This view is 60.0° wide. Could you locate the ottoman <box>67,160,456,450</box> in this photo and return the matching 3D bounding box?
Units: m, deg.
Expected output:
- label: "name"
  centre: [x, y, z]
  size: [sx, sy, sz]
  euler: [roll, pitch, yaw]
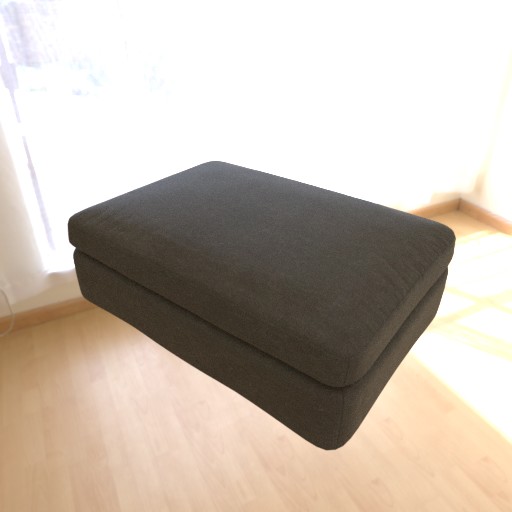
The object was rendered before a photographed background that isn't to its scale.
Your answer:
- label: "ottoman"
  centre: [0.000, 0.000, 1.645]
  size: [1.199, 0.429, 0.840]
  euler: [22, 38, 32]
